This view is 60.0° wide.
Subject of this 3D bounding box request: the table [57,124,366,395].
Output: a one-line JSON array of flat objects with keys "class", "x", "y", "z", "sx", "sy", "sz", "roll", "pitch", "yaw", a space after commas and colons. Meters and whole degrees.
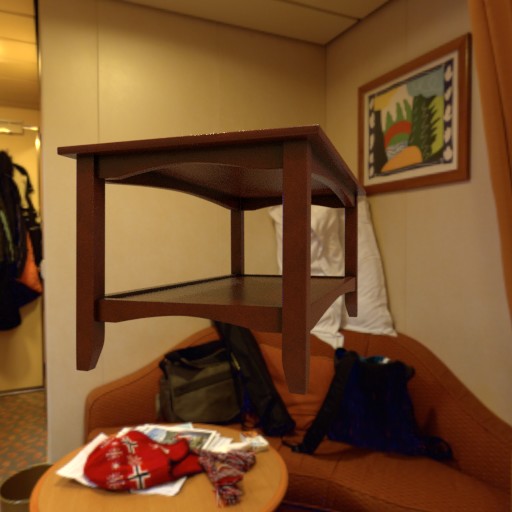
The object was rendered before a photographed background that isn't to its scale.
[{"class": "table", "x": 0.000, "y": 0.000, "z": 1.259, "sx": 0.533, "sy": 0.456, "sz": 0.943, "roll": 0, "pitch": 1, "yaw": 18}]
